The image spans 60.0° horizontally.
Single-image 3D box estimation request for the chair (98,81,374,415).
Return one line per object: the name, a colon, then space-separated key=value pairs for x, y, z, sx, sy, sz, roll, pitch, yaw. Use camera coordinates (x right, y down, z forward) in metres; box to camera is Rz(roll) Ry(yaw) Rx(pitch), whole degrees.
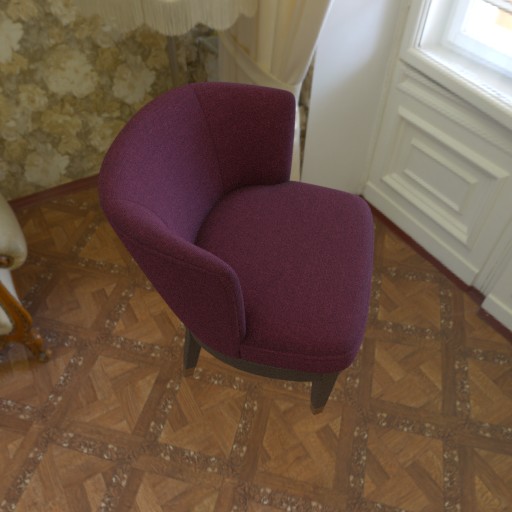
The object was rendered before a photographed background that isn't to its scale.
chair: x=0.000 y=0.000 z=1.285 sx=0.660 sy=0.760 sz=0.700 roll=10 pitch=49 yaw=9
